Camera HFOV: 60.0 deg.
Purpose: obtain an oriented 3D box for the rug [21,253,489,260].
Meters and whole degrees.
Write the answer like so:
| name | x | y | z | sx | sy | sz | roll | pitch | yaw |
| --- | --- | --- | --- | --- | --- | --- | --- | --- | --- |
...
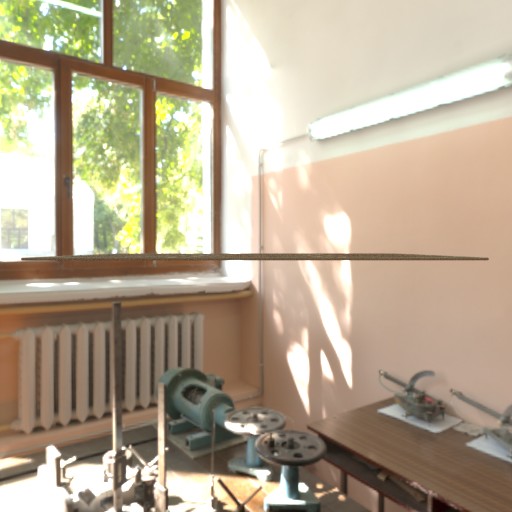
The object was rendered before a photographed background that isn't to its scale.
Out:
| name | x | y | z | sx | sy | sz | roll | pitch | yaw |
| --- | --- | --- | --- | --- | --- | --- | --- | --- | --- |
| rug | 0.000 | 0.000 | 2.910 | 2.290 | 0.014 | 1.526 | 0 | 1 | 0 |
